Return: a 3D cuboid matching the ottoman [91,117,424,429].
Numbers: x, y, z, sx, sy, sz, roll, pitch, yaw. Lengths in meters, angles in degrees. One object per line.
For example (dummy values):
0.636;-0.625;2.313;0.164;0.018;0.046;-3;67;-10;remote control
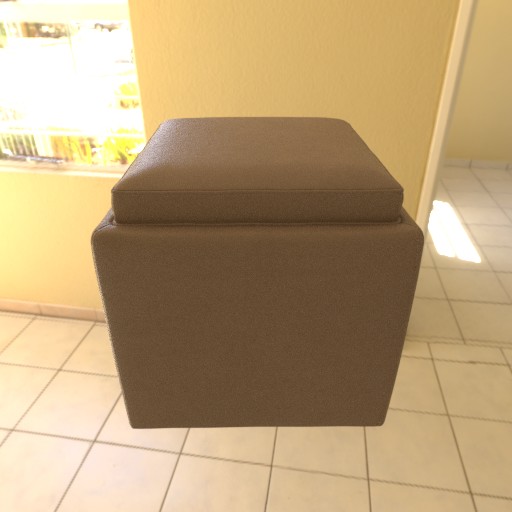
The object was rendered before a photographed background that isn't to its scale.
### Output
0.000;0.000;0.834;0.451;0.460;0.450;0;30;-1;ottoman
